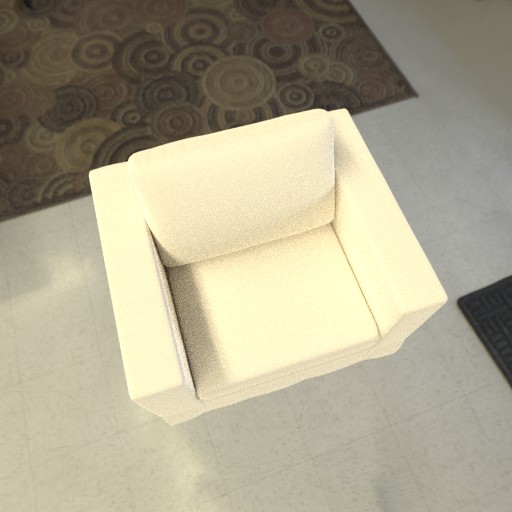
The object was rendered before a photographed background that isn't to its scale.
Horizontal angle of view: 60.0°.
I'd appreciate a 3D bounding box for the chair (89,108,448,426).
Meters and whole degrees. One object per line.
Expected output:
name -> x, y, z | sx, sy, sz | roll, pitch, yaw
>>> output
chair -> 0.000, 0.000, 1.827 | 1.150, 0.878, 0.957 | -16, 65, -8
